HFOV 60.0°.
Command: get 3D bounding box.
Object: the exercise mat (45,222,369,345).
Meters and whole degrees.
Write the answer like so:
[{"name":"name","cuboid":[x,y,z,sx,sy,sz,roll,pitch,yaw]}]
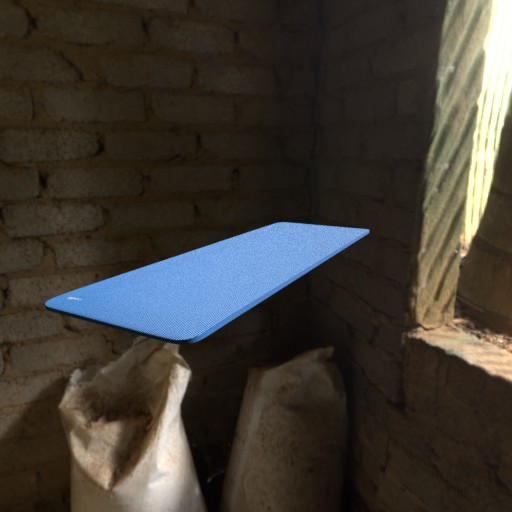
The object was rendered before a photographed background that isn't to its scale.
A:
[{"name":"exercise mat","cuboid":[0.000,0.000,2.094,0.616,0.021,1.869,7,16,28]}]
